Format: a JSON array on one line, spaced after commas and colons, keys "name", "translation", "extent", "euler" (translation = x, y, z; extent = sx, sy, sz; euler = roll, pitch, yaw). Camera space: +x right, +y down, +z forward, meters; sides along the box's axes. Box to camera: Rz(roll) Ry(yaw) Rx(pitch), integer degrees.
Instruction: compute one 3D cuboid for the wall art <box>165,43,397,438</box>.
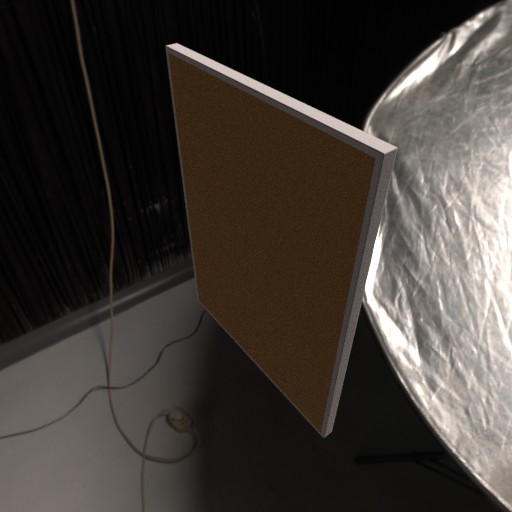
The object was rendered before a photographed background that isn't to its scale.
[{"name": "wall art", "translation": [0.000, 0.000, 1.592], "extent": [0.046, 1.221, 0.914], "euler": [-27, 48, -27]}]
